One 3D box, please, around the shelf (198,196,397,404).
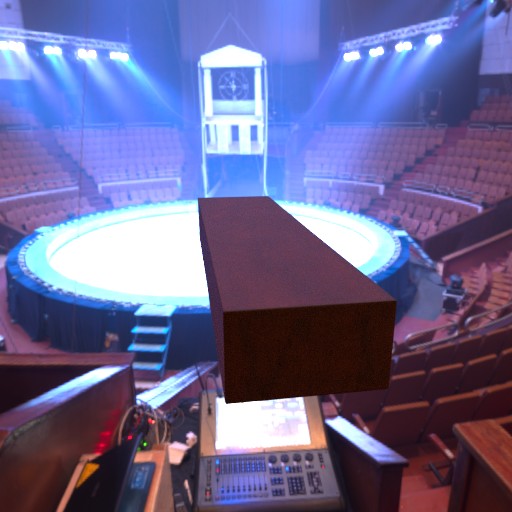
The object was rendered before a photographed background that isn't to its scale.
[{"bbox_3d":[0.000,0.000,0.675,0.152,0.088,0.607,-3,17,-9],"label":"shelf"}]
